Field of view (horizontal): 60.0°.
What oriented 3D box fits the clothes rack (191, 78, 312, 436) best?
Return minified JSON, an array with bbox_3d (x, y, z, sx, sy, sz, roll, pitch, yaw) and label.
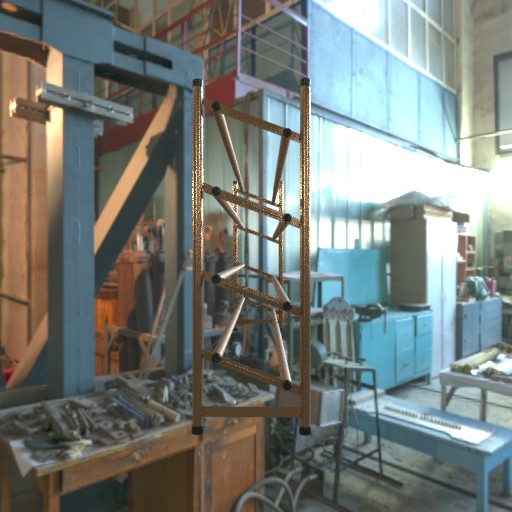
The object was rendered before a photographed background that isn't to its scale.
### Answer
[{"bbox_3d":[0.000,0.000,1.415,0.229,0.672,1.168,0,0,1],"label":"clothes rack"}]
